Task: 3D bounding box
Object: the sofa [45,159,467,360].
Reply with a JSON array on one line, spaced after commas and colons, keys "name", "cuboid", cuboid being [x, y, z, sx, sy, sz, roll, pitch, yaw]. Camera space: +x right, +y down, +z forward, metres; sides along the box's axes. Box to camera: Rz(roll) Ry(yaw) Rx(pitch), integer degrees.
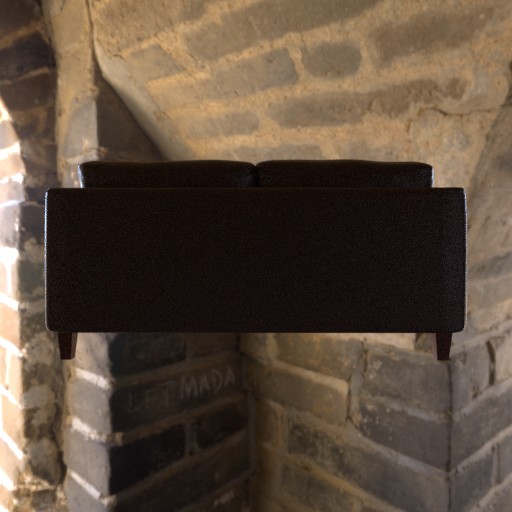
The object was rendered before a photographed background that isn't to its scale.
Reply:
[{"name": "sofa", "cuboid": [0.000, 0.000, 2.406, 1.883, 0.933, 0.951, 0, 0, 0]}]
